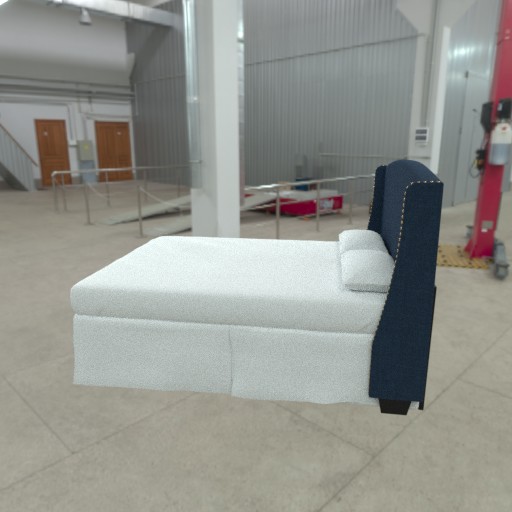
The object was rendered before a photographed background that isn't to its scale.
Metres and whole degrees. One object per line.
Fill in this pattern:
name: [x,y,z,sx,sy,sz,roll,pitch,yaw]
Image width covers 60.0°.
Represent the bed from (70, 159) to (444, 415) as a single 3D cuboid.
bed: [0.000,0.000,3.274,2.223,1.402,1.604,2,15,9]
